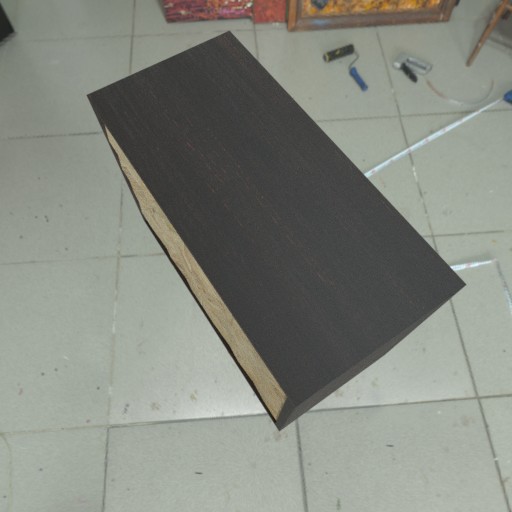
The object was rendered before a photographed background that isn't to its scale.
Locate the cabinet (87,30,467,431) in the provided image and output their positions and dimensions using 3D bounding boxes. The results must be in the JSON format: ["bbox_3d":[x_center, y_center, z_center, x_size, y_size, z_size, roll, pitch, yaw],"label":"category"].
[{"bbox_3d":[0.000,0.000,1.451,0.451,0.860,0.950,-31,69,-14],"label":"cabinet"}]
